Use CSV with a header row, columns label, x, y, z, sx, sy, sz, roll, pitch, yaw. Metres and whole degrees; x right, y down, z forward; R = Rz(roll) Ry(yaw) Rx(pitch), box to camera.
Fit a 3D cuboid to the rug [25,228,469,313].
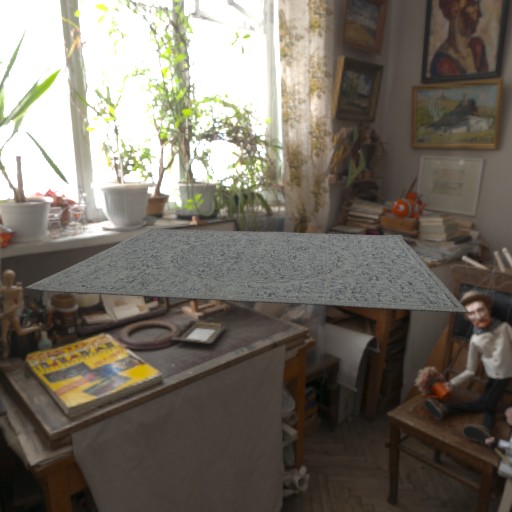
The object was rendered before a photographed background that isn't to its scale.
label,x,y,z,sx,sy,sz,roll,pitch,yaw
rug,0.000,0.000,3.979,2.925,0.026,2.343,2,14,8
